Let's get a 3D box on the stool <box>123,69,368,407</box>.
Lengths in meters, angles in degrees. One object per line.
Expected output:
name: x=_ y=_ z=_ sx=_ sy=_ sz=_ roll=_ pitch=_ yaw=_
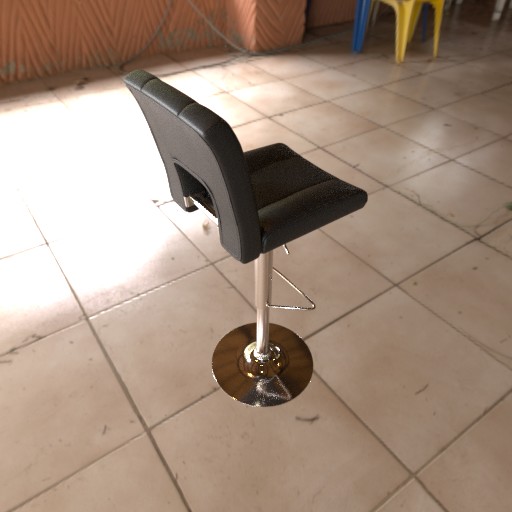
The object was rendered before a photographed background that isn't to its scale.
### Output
stool: x=0.000 y=0.000 z=1.413 sx=0.520 sy=1.151 sz=0.415 roll=-25 pitch=46 yaw=-27
